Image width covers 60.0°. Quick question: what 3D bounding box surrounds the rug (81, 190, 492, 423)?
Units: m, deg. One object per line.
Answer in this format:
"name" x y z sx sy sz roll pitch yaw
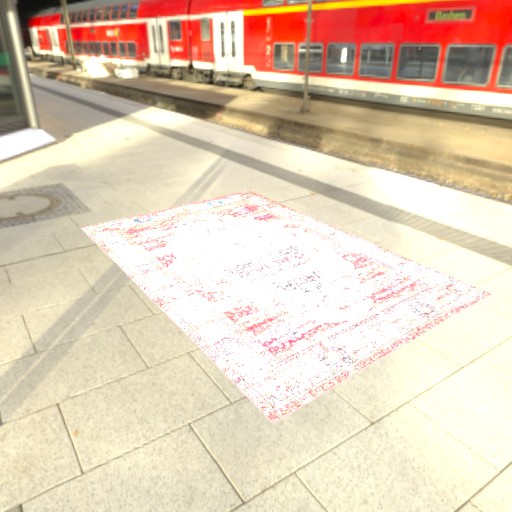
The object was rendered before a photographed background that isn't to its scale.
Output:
"rug" 0.000 0.000 2.269 1.219 0.006 1.829 -18 31 -32
